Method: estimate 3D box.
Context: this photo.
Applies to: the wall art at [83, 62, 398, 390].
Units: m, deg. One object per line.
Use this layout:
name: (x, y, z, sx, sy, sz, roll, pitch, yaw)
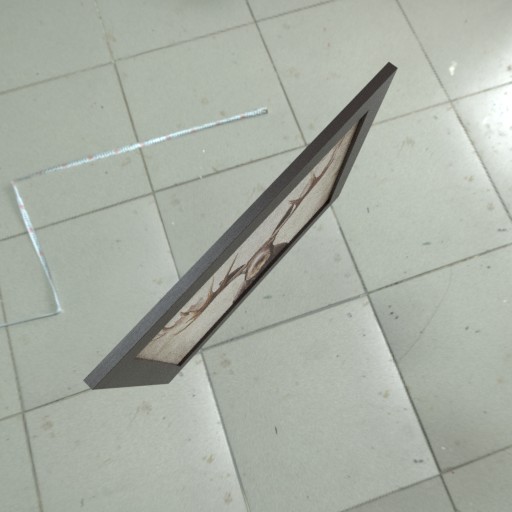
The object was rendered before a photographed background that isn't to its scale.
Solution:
wall art: (0.000, 0.000, 1.637, 0.034, 0.952, 1.207, 41, 79, 10)
